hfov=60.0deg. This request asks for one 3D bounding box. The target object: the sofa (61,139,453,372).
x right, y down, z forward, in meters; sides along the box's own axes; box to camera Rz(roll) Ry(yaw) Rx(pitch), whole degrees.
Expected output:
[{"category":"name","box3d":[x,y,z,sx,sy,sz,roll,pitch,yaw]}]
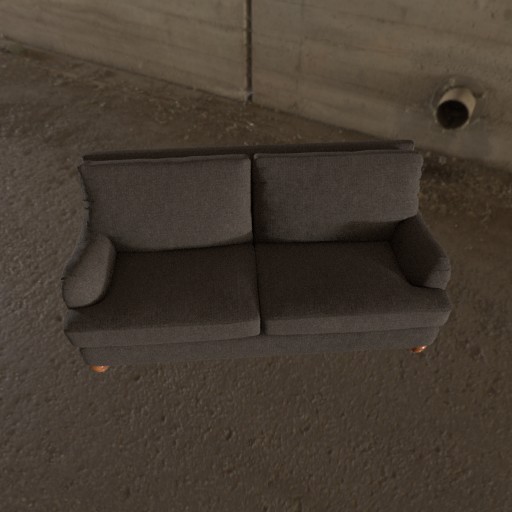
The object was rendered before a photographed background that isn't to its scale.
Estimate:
[{"category":"sofa","box3d":[0.000,0.000,2.751,2.160,1.054,1.087,-3,46,-3]}]
